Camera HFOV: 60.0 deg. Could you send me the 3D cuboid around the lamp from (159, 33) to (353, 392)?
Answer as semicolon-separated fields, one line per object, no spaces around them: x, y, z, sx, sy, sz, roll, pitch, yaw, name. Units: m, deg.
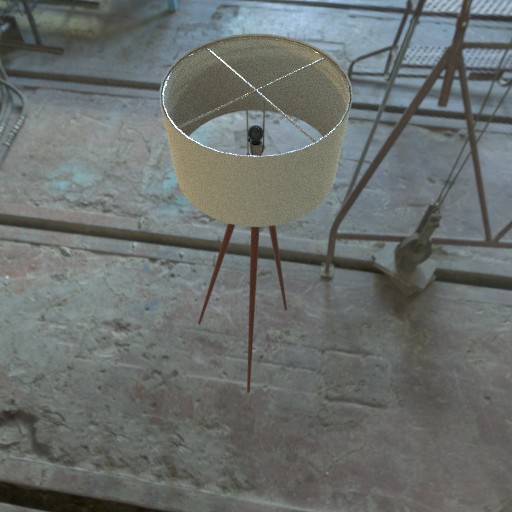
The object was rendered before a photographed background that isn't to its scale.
0.000;0.000;1.764;0.483;1.553;0.483;-32;63;-19;lamp
